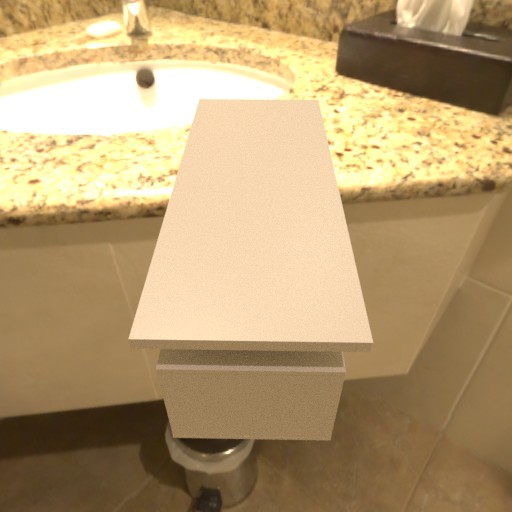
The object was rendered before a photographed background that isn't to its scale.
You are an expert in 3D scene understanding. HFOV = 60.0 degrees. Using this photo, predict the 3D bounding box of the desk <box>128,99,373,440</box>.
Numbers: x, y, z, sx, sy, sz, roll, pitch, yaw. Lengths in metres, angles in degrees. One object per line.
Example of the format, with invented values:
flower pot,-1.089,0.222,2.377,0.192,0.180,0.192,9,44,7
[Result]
desk,0.000,0.000,1.919,0.603,0.773,1.530,1,41,1
